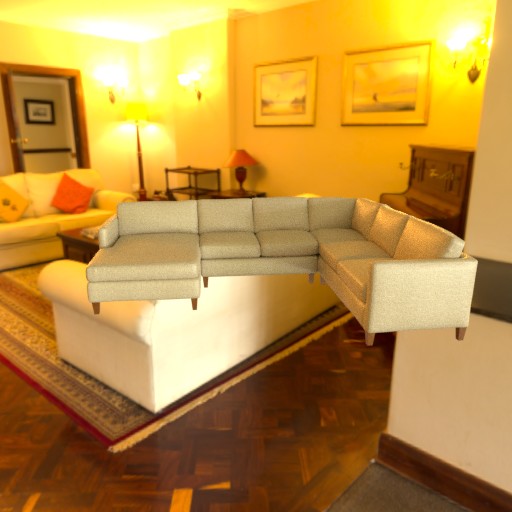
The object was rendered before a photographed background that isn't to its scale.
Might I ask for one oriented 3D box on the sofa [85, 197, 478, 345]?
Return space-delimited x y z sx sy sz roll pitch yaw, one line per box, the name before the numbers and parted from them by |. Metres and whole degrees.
sofa | 0.000 0.000 4.764 3.460 0.961 2.594 -2 16 -6
